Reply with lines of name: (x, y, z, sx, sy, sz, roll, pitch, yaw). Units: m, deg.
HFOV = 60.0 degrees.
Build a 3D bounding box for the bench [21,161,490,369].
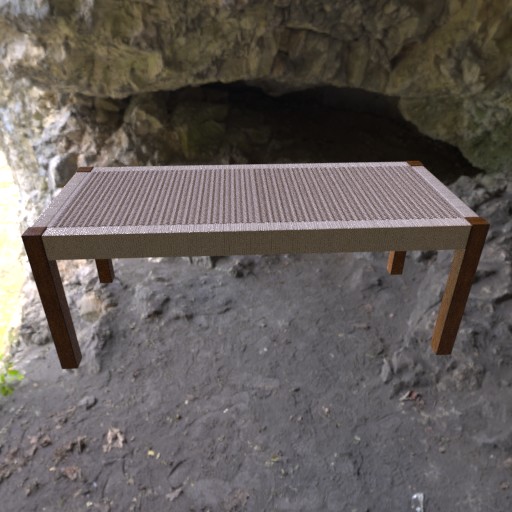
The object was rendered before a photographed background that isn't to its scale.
bench: (0.000, 0.000, 1.463, 1.198, 0.457, 0.507, -2, 31, -3)
